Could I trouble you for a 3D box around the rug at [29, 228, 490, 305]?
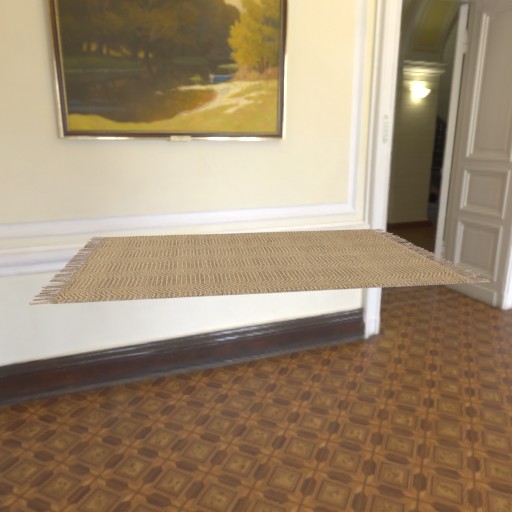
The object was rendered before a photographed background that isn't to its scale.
[{"bbox_3d":[0.000,0.000,3.089,2.523,0.034,1.528,-2,15,-8],"label":"rug"}]
